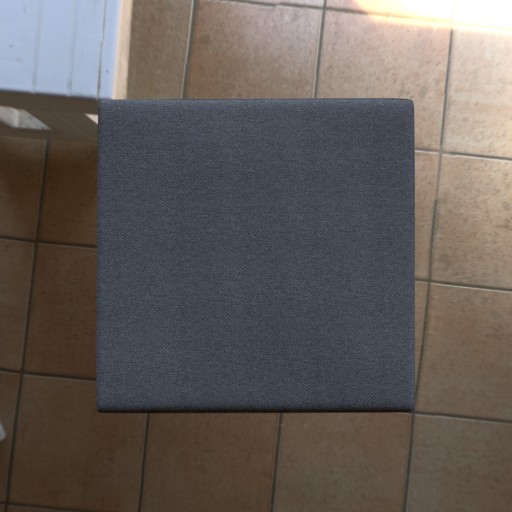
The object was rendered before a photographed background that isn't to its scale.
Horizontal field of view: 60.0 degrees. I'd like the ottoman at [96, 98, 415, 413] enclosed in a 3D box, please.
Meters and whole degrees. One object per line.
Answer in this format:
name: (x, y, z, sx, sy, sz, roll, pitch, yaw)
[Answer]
ottoman: (0.000, 0.000, 1.502, 0.981, 0.378, 0.970, 0, 89, 0)
